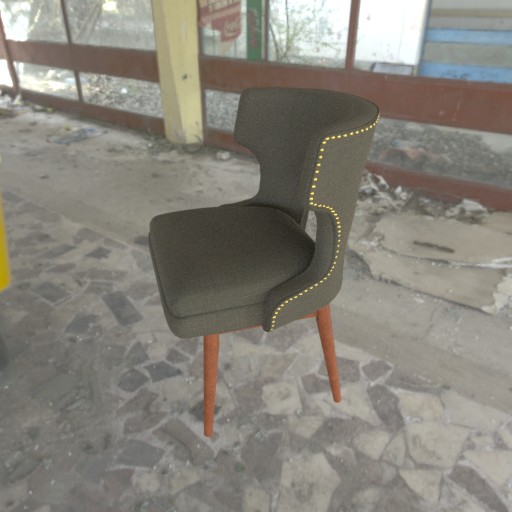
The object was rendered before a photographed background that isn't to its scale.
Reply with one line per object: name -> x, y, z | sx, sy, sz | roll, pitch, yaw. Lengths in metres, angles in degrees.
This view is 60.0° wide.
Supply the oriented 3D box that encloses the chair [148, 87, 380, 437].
chair -> 0.000, 0.000, 1.288 | 0.581, 0.863, 0.595 | -9, 31, -15
